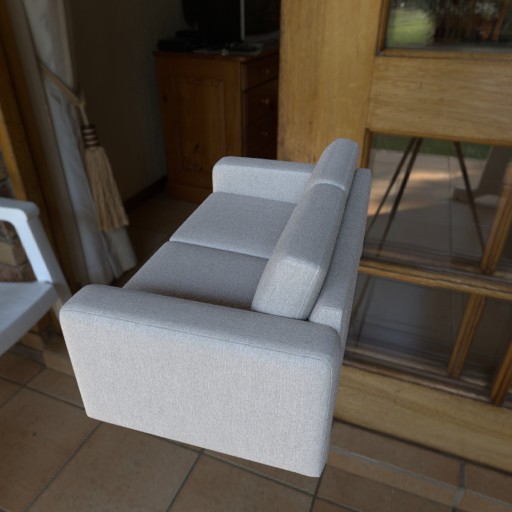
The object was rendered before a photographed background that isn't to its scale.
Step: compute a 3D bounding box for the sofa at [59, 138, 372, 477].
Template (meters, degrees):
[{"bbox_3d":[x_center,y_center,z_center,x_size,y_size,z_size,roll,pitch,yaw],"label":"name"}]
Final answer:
[{"bbox_3d":[0.000,0.000,1.997,0.900,0.800,1.540,9,32,14],"label":"sofa"}]
